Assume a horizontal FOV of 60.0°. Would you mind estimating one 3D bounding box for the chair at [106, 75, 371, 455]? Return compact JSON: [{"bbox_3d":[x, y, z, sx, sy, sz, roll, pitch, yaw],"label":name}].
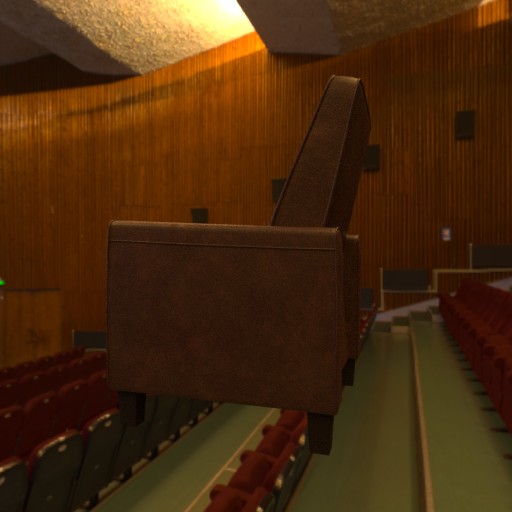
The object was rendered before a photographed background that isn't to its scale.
[{"bbox_3d":[0.000,0.000,1.532,0.746,1.013,0.705,0,1,18],"label":"chair"}]
